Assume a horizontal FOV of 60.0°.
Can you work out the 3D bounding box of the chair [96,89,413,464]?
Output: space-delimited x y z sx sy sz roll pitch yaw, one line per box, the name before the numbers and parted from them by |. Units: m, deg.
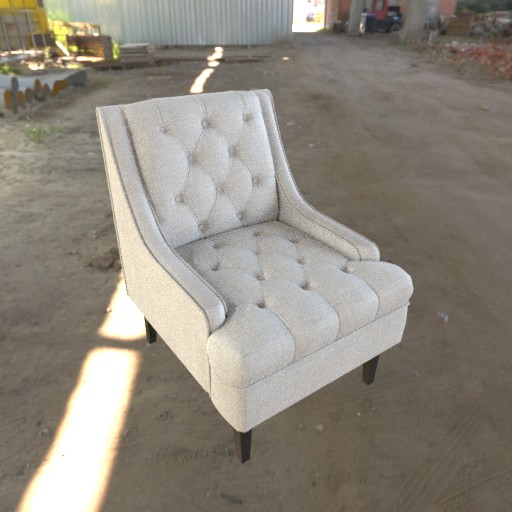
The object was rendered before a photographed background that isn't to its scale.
chair | 0.000 0.000 1.410 0.658 0.891 0.772 -19 34 -31
